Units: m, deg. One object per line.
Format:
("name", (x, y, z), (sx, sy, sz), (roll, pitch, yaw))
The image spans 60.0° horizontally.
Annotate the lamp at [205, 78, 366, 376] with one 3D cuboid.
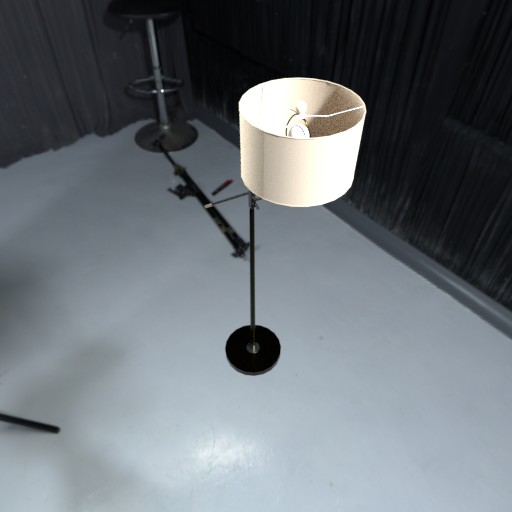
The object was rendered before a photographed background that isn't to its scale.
("lamp", (0.000, 0.000, 2.008), (0.373, 1.635, 0.809), (-29, 52, -26))
